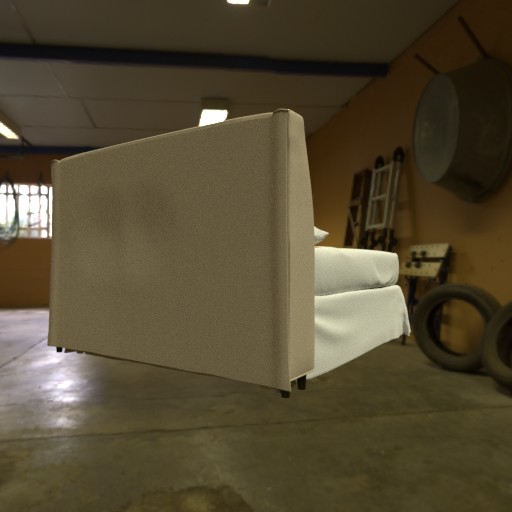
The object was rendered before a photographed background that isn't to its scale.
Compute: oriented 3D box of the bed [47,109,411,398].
[{"bbox_3d":[0.000,0.000,3.434,1.925,1.332,2.276,0,-1,34],"label":"bed"}]
